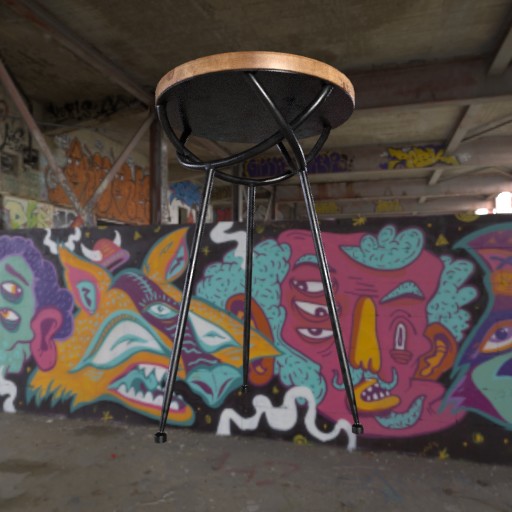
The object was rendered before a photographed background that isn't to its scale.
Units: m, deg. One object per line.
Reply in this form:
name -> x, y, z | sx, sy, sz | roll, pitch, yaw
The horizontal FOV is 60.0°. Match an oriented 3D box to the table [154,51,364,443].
table -> 0.000, 0.000, 0.917 | 0.418, 0.664, 0.414 | -2, -3, 36
